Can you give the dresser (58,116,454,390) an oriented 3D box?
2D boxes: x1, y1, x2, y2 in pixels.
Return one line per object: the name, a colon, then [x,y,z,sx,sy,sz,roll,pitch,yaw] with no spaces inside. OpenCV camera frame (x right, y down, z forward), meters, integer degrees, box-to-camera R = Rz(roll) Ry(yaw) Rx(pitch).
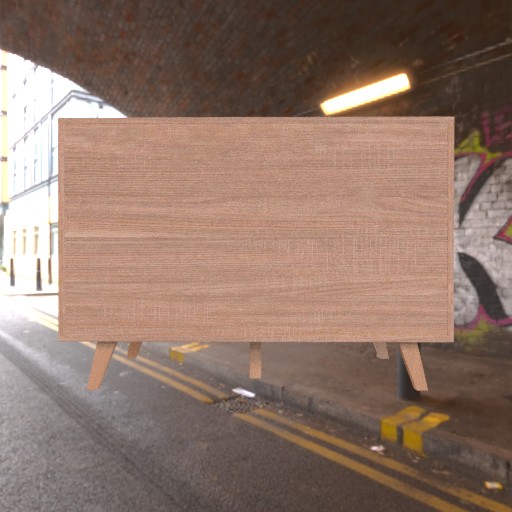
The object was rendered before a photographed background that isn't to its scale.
dresser: [0.000,0.000,1.492,1.110,0.780,0.500,0,0,0]
